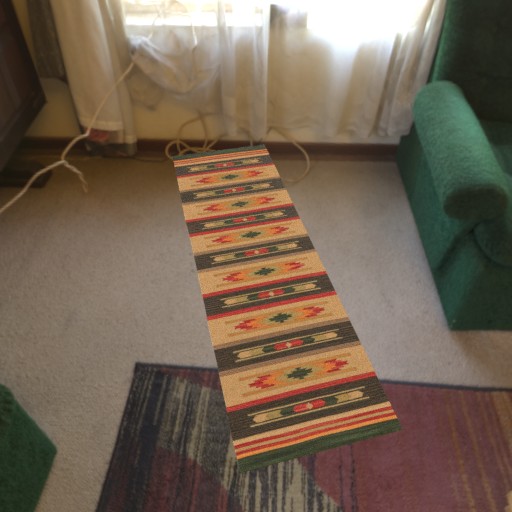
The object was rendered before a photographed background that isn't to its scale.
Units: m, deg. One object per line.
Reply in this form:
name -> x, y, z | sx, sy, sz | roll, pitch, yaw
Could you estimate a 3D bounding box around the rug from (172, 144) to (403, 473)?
rug -> 0.000, 0.000, 2.760 | 0.760, 0.009, 2.440 | -10, 47, -10
